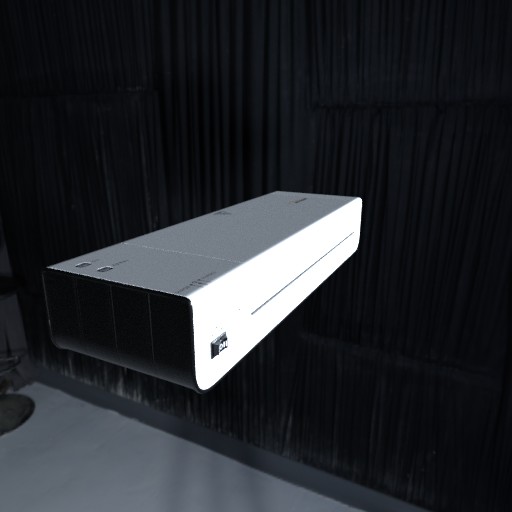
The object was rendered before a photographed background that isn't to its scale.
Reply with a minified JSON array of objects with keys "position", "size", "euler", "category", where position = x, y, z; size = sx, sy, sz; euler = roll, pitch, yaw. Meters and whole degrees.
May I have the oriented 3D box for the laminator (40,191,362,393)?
[{"position":[0.000,0.000,0.396],"size":[0.123,0.062,0.340],"euler":[9,19,26],"category":"laminator"}]
